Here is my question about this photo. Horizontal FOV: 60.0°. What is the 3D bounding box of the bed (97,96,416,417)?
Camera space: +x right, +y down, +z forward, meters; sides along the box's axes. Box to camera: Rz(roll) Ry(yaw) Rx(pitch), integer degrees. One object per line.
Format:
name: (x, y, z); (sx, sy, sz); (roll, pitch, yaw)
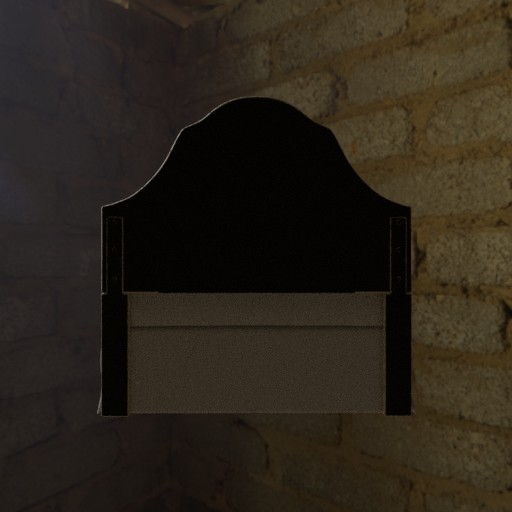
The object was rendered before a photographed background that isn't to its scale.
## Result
bed: (0.000, 0.000, 3.213); (1.627, 1.575, 2.092); (0, 0, 0)
